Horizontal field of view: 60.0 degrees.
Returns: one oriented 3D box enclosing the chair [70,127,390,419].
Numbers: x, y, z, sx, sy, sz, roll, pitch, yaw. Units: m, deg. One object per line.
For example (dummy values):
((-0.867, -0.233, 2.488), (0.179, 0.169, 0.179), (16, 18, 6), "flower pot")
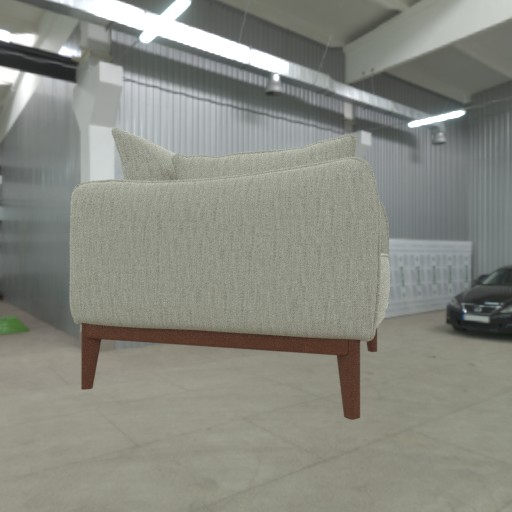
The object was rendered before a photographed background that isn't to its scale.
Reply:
((0.000, 0.000, 1.715), (0.991, 0.855, 0.994), (0, 0, 18), "chair")
